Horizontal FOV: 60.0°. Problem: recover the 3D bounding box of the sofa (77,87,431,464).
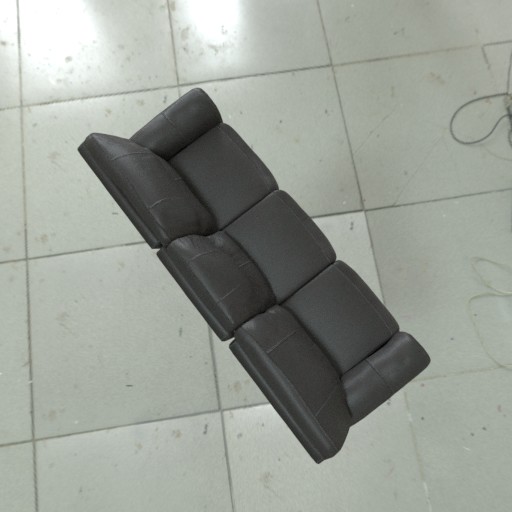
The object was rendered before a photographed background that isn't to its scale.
[{"bbox_3d":[0.000,0.000,3.217,1.104,1.134,2.627,-37,80,-8],"label":"sofa"}]
